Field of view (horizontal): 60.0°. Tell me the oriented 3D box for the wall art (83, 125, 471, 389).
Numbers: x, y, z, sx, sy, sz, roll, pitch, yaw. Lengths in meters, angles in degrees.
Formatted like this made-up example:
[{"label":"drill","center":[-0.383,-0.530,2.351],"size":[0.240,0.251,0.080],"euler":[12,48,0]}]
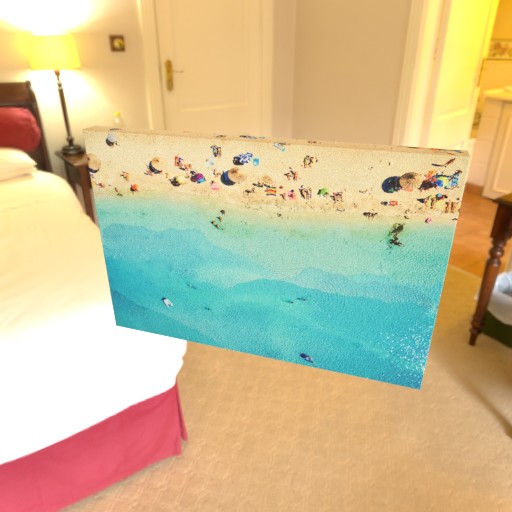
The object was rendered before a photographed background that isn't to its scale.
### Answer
[{"label":"wall art","center":[0.000,0.000,0.776],"size":[0.609,0.406,0.039],"euler":[8,28,16]}]
